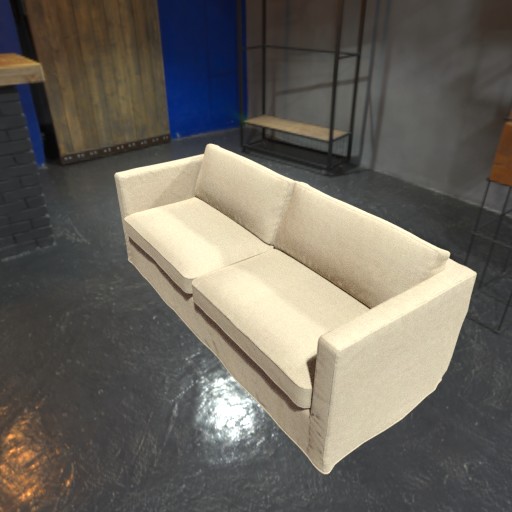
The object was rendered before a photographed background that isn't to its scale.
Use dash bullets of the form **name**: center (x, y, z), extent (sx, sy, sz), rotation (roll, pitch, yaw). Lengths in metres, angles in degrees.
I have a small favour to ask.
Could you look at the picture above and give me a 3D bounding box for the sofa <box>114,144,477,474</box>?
- **sofa**: center (0.000, 0.000, 2.783), extent (0.962, 0.853, 2.312), rotation (-20, 37, -30)
